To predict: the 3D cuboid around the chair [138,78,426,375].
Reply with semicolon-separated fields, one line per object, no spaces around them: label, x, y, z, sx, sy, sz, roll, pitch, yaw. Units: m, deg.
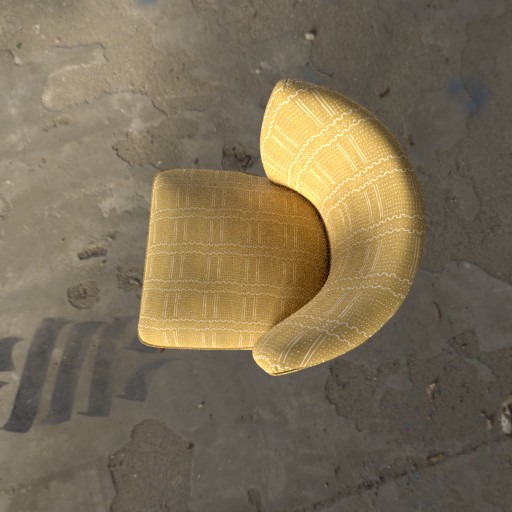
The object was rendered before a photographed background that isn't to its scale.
chair;0.000;0.000;1.389;0.758;0.866;0.706;2;76;0
